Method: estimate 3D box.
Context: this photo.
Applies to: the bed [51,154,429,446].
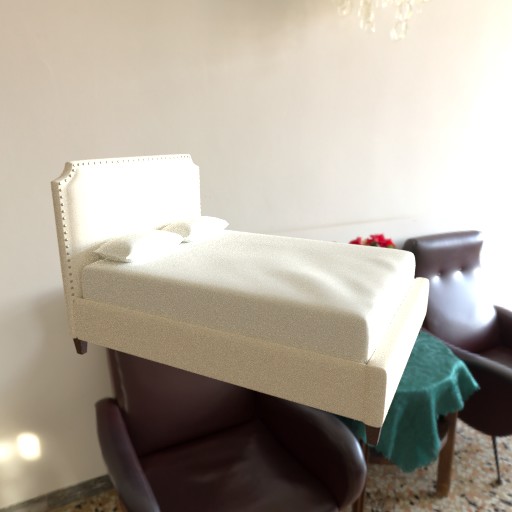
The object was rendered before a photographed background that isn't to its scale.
[{"bbox_3d":[0.000,0.000,3.401,2.365,1.443,1.712,8,17,27],"label":"bed"}]
